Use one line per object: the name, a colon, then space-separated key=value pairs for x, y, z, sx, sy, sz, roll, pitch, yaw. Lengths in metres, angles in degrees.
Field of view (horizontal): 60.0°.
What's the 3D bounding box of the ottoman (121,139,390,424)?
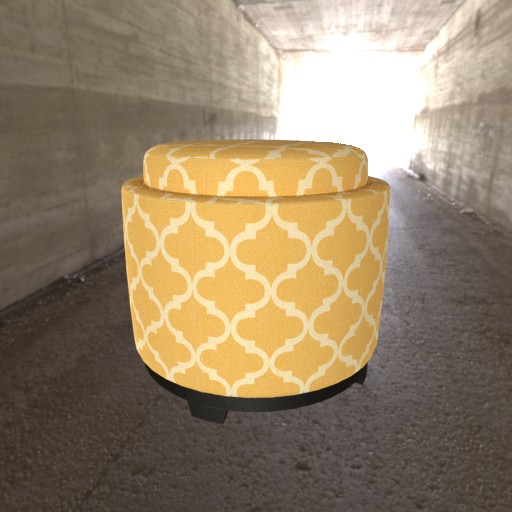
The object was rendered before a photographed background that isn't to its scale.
ottoman: x=0.000 y=0.000 z=0.851 sx=0.480 sy=0.429 sz=0.480 roll=0 pitch=17 yaw=0
